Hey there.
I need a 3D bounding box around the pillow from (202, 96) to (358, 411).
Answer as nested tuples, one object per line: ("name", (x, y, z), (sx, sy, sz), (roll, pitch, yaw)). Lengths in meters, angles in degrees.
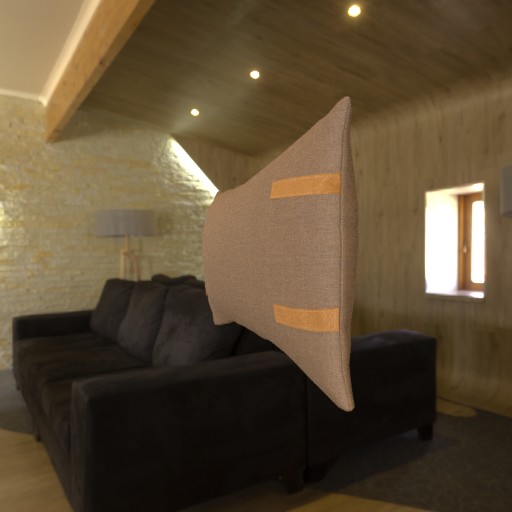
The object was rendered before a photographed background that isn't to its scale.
("pillow", (0.000, 0.000, 0.719), (0.148, 0.308, 0.612), (0, 0, -17))
